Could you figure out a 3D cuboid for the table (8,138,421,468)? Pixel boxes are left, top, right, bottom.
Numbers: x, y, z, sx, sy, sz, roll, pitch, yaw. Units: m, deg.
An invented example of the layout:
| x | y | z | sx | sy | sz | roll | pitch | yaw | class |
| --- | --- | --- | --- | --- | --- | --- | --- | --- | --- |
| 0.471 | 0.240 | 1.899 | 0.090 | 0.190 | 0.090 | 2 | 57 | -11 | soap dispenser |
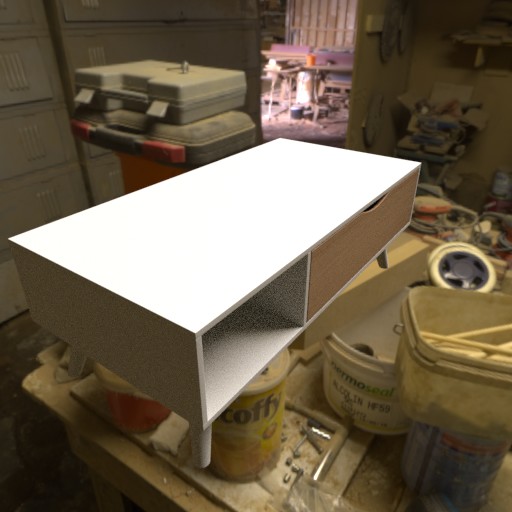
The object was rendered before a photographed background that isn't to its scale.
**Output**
| x | y | z | sx | sy | sz | roll | pitch | yaw | class |
| --- | --- | --- | --- | --- | --- | --- | --- | --- | --- |
| 0.000 | 0.000 | 1.435 | 0.609 | 0.432 | 1.194 | 19 | 34 | 31 | table |
